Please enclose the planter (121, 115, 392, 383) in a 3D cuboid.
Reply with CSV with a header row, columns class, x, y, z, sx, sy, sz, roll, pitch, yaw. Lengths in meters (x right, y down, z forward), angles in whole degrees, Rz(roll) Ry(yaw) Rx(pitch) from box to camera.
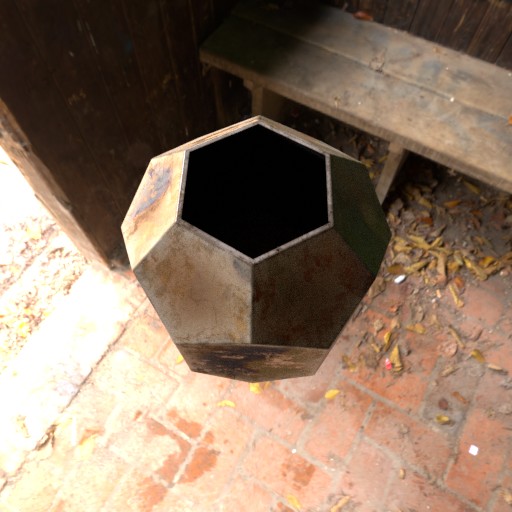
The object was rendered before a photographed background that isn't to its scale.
class,x,y,z,sx,sy,sz,roll,pitch,yaw
planter,0.000,0.000,0.443,0.243,0.238,0.221,2,63,1
